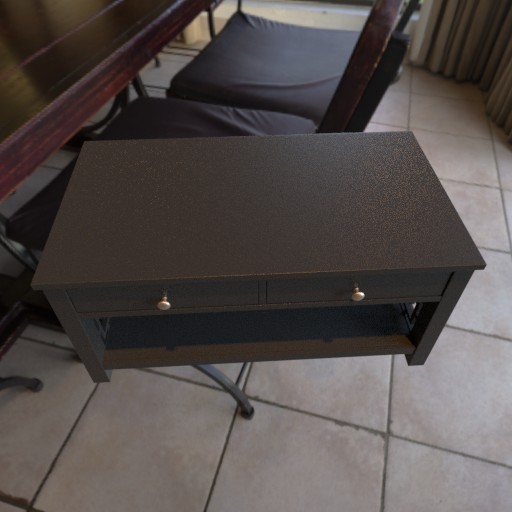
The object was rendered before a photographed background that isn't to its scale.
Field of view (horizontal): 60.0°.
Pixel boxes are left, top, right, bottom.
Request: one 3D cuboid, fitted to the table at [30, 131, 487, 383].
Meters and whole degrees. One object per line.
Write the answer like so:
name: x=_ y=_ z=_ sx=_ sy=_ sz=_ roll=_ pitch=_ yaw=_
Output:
table: x=0.000 y=0.000 z=1.413 sx=1.068 sy=0.493 sz=0.612 roll=-2 pitch=47 yaw=-2
